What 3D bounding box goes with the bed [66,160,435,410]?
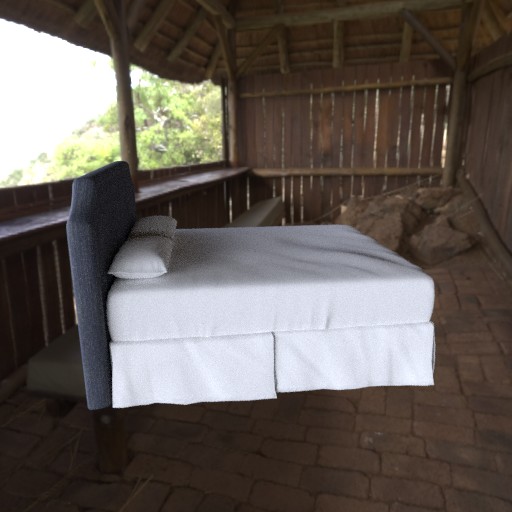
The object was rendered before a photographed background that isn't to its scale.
[{"bbox_3d":[0.000,0.000,3.218,2.116,1.290,1.693,-2,16,-7],"label":"bed"}]
